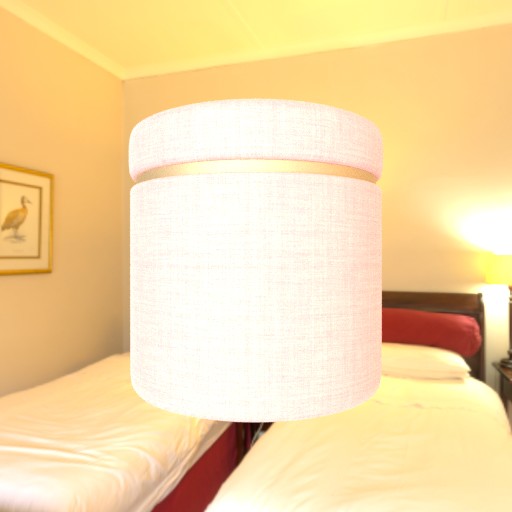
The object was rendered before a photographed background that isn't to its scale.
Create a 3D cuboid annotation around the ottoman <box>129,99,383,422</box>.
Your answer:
[{"bbox_3d":[0.000,0.000,0.726,0.400,0.406,0.400,0,0,0],"label":"ottoman"}]
